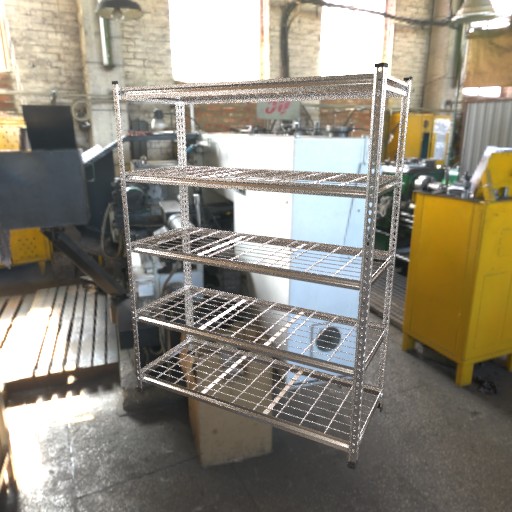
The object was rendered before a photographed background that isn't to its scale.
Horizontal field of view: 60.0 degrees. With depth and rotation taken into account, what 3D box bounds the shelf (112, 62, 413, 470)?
[{"bbox_3d":[0.000,0.000,2.663,1.524,1.981,0.610,8,18,27],"label":"shelf"}]
